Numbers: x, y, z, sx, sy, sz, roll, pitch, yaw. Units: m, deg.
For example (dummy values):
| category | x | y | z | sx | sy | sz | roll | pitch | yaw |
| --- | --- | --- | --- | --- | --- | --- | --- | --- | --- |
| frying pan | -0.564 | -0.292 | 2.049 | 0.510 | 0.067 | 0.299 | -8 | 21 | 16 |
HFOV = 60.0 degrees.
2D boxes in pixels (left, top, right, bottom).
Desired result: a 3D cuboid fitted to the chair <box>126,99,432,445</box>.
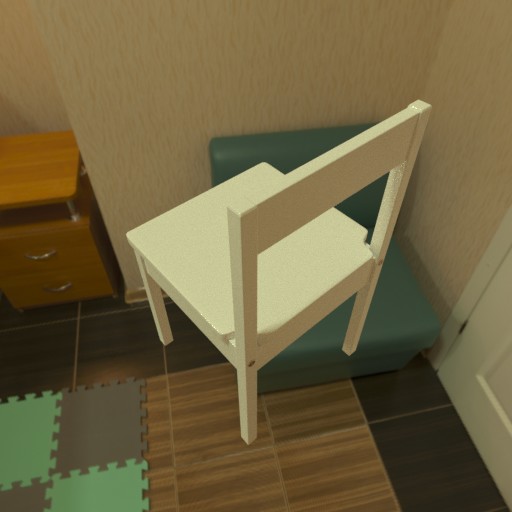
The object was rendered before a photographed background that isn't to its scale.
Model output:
| category | x | y | z | sx | sy | sz | roll | pitch | yaw |
| --- | --- | --- | --- | --- | --- | --- | --- | --- | --- |
| chair | 0.000 | 0.000 | 0.886 | 0.367 | 0.668 | 0.361 | -33 | 55 | -27 |
